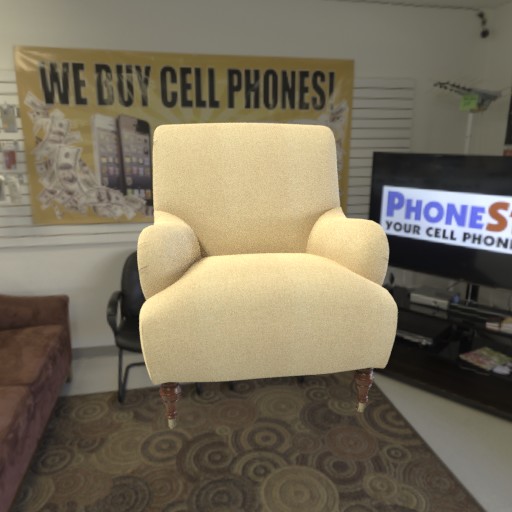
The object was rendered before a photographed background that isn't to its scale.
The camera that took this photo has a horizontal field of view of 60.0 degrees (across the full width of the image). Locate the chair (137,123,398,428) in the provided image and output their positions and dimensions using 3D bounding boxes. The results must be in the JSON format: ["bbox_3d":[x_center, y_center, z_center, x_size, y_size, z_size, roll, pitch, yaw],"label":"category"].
[{"bbox_3d":[0.000,0.000,1.599,0.766,0.944,0.842,-2,15,-8],"label":"chair"}]
